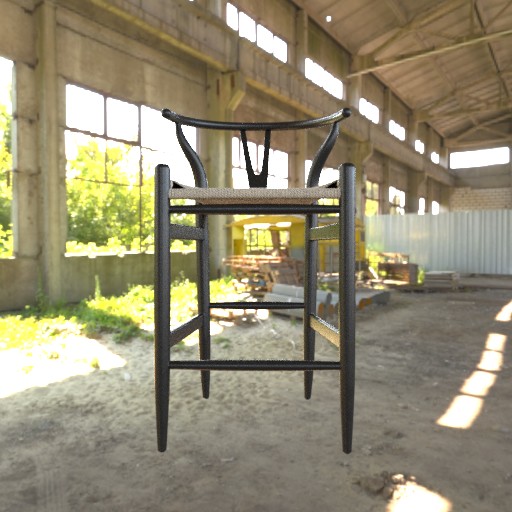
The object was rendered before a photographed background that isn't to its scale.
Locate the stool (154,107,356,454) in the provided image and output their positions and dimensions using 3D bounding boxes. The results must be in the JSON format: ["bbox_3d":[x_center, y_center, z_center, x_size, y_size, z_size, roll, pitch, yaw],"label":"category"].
[{"bbox_3d":[0.000,0.000,1.371,0.569,0.970,0.579,0,1,1],"label":"stool"}]
